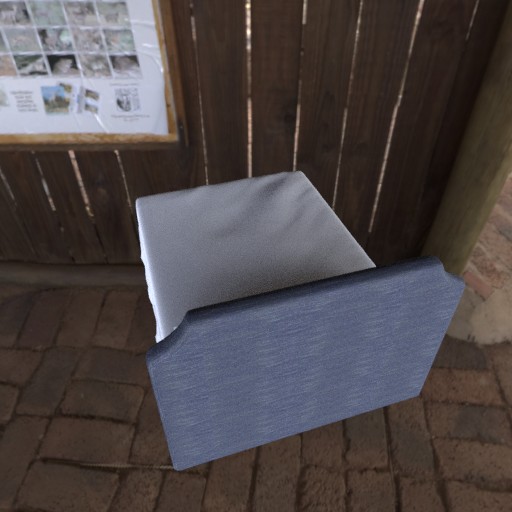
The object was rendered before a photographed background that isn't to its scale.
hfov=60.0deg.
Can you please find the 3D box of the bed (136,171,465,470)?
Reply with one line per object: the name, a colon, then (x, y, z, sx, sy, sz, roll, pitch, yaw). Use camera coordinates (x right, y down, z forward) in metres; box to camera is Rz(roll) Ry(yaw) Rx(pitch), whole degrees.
bed: (0.000, 0.000, 3.190, 1.693, 1.290, 2.116, -12, 42, -13)
